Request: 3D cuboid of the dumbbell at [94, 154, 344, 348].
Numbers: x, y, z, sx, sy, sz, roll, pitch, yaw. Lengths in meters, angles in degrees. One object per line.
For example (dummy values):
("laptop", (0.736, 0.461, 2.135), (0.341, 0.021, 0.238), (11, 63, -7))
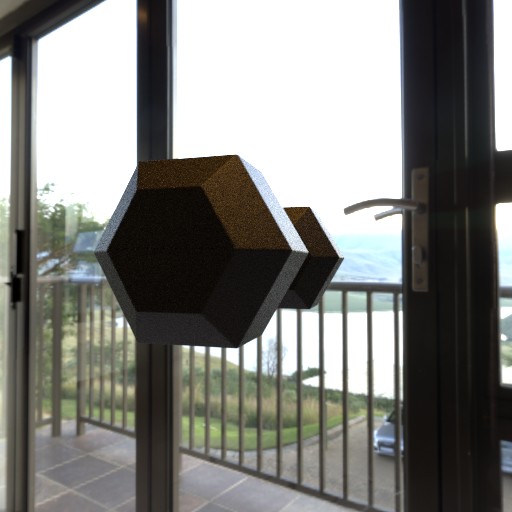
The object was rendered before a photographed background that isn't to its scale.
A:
("dumbbell", (0.000, 0.000, 0.329), (0.106, 0.092, 0.272), (0, -1, 17))
